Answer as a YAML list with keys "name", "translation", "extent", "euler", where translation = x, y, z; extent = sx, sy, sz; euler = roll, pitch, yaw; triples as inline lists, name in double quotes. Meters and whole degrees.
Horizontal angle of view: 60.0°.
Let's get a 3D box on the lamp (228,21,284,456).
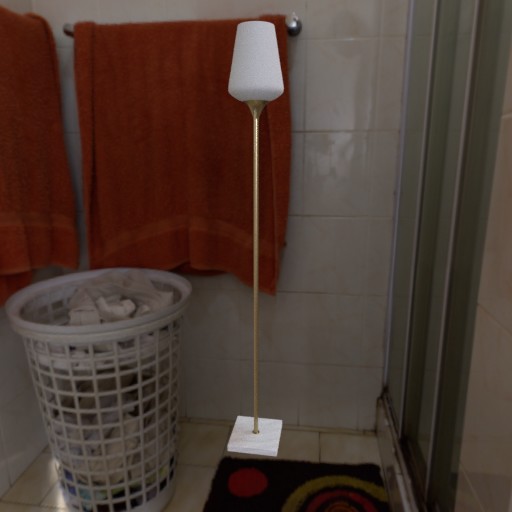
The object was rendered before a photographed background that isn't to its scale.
- name: "lamp"
  translation: [0.000, 0.000, 1.917]
  extent: [0.229, 1.813, 0.232]
  euler: [2, 15, 9]
